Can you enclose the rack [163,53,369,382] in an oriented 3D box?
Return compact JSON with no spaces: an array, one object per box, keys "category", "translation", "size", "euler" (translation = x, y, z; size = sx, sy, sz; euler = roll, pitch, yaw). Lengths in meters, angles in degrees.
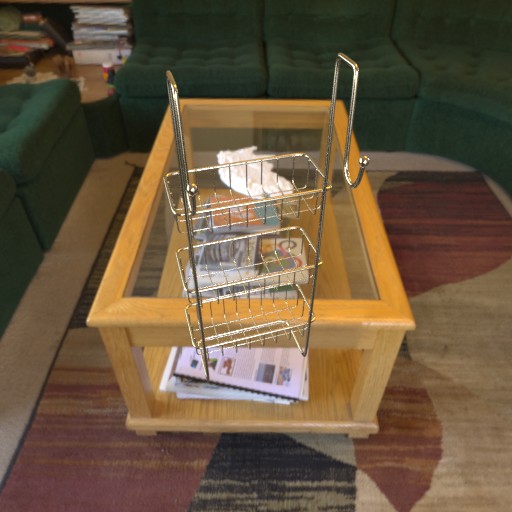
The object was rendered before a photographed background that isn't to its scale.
[{"category":"rack","translation":[0.000,0.000,0.671],"size":[0.228,0.574,0.202],"euler":[-11,43,-12]}]
